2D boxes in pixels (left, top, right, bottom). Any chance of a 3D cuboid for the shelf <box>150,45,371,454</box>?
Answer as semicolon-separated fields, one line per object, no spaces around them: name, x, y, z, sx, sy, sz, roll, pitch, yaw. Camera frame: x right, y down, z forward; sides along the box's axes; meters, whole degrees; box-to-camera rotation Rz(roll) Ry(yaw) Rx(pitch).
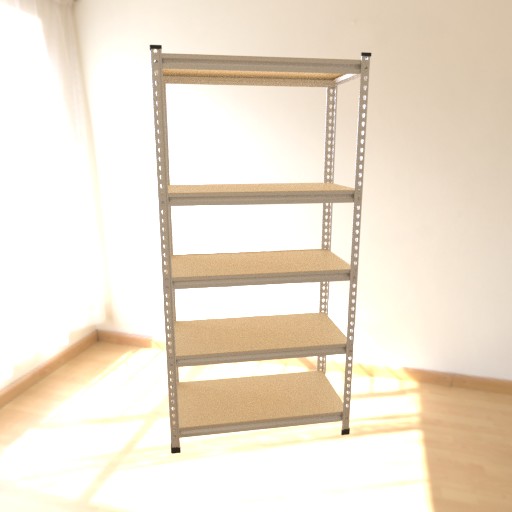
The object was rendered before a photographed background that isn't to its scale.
shelf;0.000;0.000;2.222;0.914;1.829;0.457;-2;14;-9
